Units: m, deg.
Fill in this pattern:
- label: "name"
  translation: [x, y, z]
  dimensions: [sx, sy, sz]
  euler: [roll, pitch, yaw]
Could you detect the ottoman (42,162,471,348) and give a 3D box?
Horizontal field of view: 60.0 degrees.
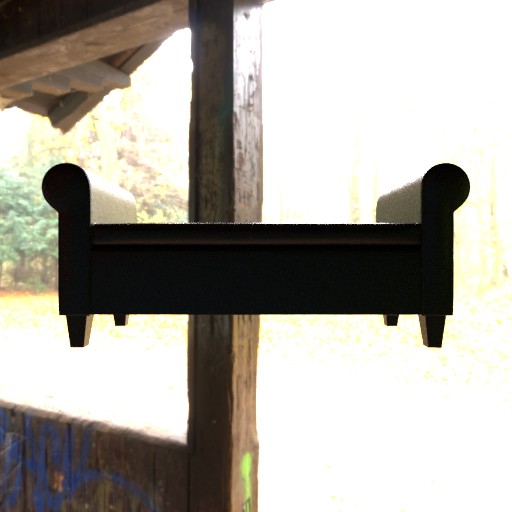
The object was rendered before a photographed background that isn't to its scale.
- label: "ottoman"
  translation: [0.000, 0.000, 1.544]
  dimensions: [1.256, 0.547, 0.521]
  euler: [0, 0, 0]
